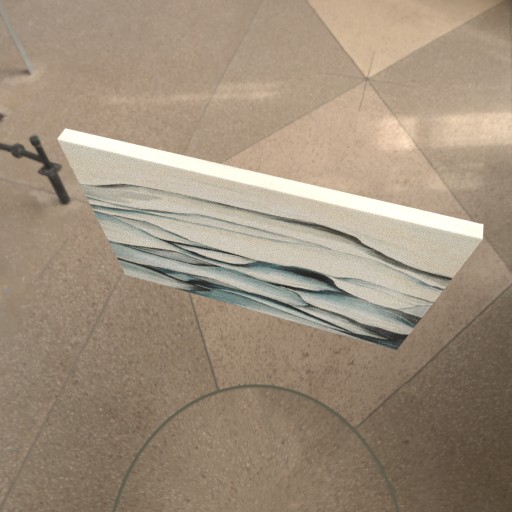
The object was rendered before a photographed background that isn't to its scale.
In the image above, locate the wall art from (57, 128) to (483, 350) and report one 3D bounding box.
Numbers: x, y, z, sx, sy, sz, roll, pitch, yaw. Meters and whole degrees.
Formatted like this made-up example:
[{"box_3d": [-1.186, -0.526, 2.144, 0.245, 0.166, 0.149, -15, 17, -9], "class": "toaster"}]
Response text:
[{"box_3d": [0.000, 0.000, 1.180, 0.914, 0.609, 0.039, 15, 59, 9], "class": "wall art"}]
